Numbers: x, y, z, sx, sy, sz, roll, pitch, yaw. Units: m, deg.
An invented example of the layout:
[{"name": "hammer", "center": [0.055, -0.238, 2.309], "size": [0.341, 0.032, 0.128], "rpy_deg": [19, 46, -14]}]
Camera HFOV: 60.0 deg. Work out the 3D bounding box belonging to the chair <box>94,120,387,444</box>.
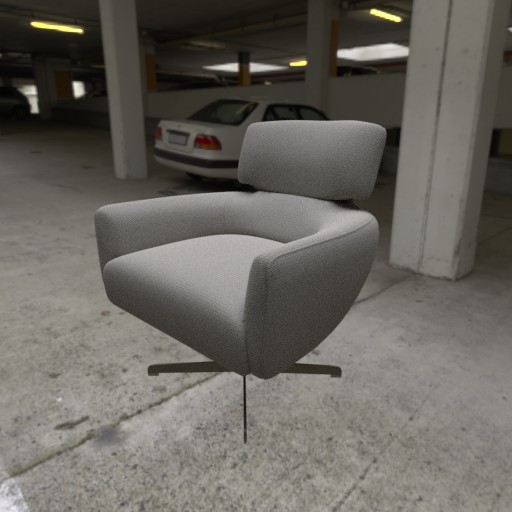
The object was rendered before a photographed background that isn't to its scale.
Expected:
[{"name": "chair", "center": [0.000, 0.000, 1.386], "size": [0.760, 0.810, 0.730], "rpy_deg": [16, 23, 42]}]
